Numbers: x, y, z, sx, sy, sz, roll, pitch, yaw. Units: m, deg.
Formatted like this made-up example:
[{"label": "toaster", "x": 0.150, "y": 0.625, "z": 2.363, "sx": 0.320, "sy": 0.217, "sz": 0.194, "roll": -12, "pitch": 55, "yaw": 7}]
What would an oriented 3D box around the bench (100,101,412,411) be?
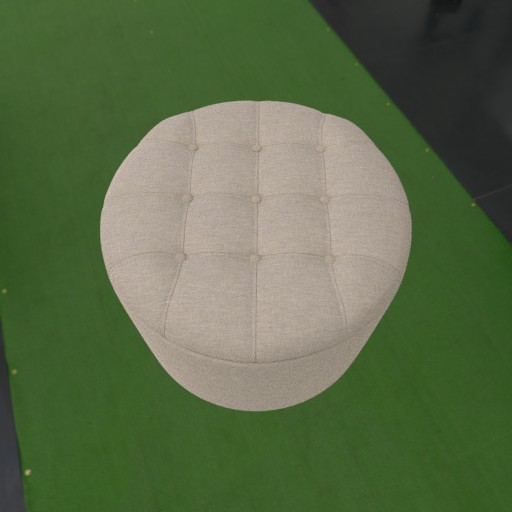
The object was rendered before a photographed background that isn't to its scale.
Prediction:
[{"label": "bench", "x": 0.000, "y": 0.000, "z": 1.001, "sx": 0.600, "sy": 0.454, "sz": 0.600, "roll": 0, "pitch": 59, "yaw": 0}]
